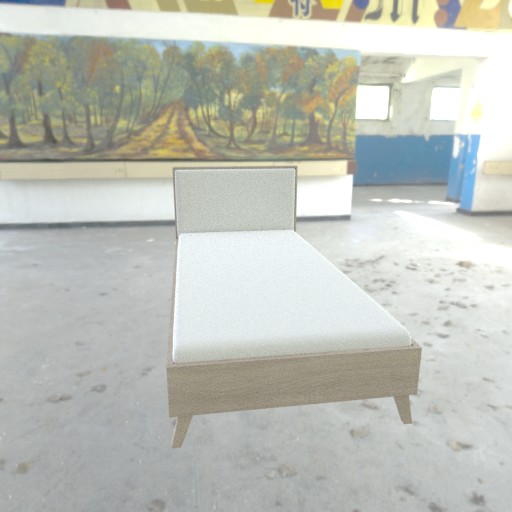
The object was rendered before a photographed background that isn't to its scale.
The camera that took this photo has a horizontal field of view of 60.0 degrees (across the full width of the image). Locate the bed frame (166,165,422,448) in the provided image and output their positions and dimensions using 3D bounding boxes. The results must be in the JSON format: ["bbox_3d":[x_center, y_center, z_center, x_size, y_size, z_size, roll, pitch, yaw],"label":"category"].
[{"bbox_3d":[0.000,0.000,2.661,0.990,0.920,2.140,-2,15,-9],"label":"bed frame"}]
